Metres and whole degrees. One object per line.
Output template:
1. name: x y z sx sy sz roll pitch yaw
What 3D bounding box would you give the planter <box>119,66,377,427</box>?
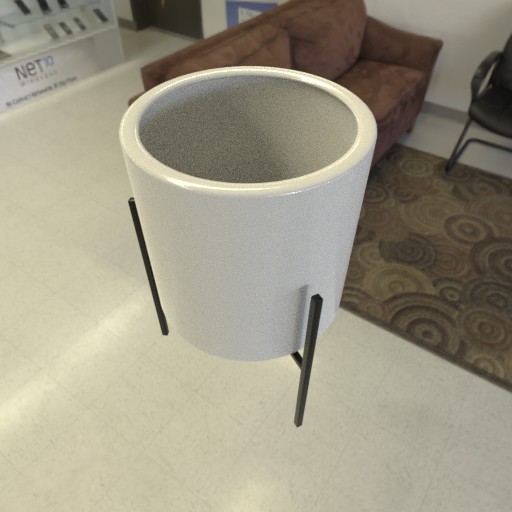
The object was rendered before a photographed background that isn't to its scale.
1. planter: 0.000 0.000 0.511 0.239 0.356 0.239 29 52 26
